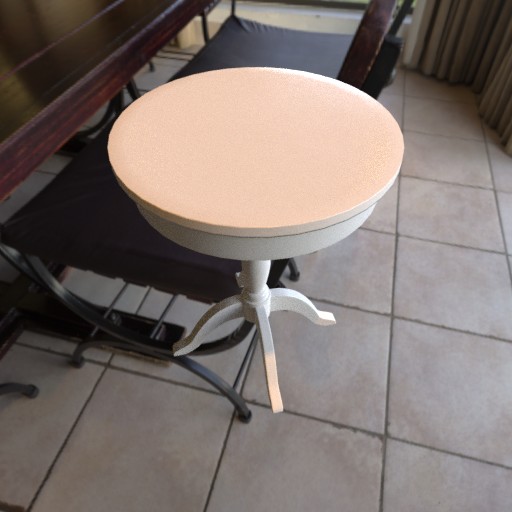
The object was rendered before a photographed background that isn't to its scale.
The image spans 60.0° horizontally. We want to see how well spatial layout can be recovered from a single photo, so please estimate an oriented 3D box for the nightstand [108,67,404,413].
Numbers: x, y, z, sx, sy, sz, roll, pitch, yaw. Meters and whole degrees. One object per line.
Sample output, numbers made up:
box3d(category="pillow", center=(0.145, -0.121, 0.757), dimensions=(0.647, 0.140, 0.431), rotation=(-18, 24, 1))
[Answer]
box3d(category="nightstand", center=(0.000, 0.000, 1.021), dimensions=(0.513, 0.653, 0.513), rotation=(-3, 46, -3))
